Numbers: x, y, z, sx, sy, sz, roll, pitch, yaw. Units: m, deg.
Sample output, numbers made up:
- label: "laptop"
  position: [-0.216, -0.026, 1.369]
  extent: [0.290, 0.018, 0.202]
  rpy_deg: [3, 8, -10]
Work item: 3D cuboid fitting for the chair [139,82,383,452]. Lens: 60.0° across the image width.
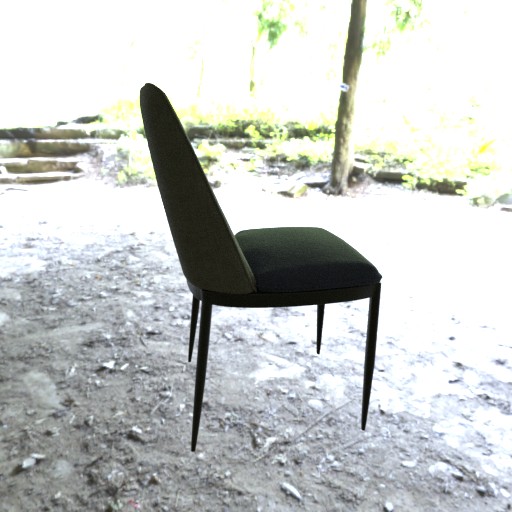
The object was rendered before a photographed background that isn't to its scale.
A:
- label: "chair"
  position: [0.000, 0.000, 1.192]
  extent: [0.550, 0.855, 0.488]
  rpy_deg: [-3, 17, -9]
